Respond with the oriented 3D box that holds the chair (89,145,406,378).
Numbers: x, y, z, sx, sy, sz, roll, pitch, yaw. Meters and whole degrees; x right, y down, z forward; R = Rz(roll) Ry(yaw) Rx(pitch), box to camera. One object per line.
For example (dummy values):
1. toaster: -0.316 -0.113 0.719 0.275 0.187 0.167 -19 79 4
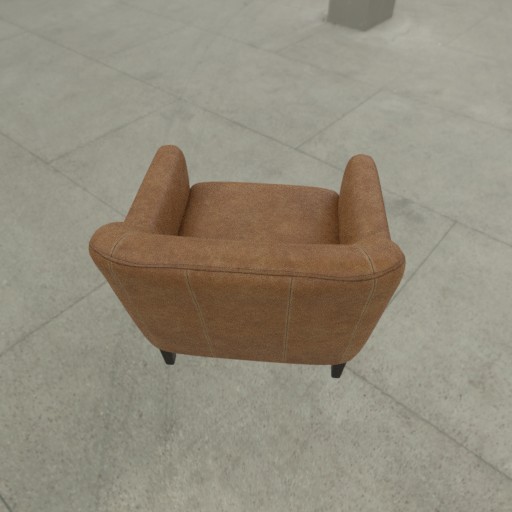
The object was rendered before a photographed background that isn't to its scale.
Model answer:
1. chair: 0.000 0.000 1.864 1.037 0.980 1.034 4 46 4
